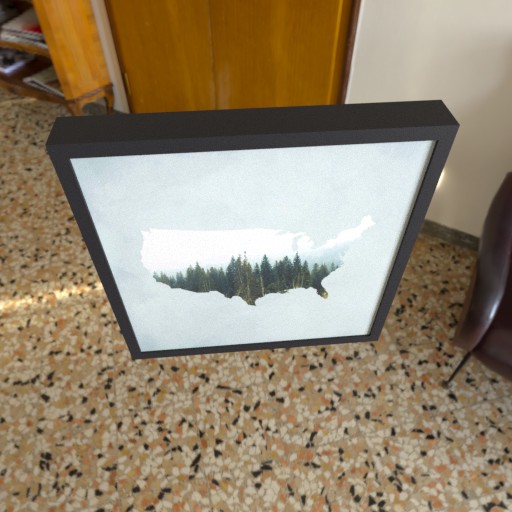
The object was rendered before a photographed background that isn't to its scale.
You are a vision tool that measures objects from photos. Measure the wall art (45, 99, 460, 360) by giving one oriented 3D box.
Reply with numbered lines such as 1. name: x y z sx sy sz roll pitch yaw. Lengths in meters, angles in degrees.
1. wall art: 0.000 0.000 0.448 0.304 0.304 0.038 -4 48 -3
